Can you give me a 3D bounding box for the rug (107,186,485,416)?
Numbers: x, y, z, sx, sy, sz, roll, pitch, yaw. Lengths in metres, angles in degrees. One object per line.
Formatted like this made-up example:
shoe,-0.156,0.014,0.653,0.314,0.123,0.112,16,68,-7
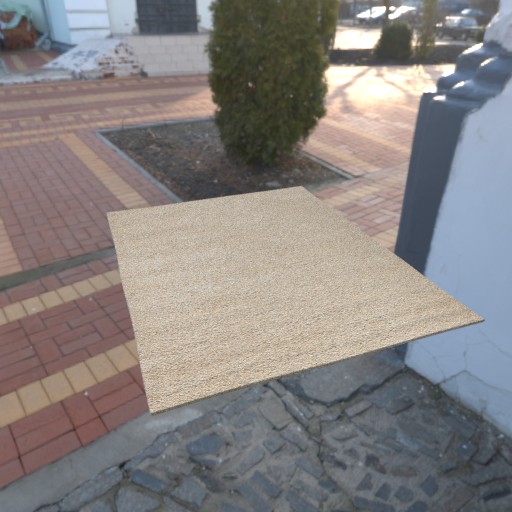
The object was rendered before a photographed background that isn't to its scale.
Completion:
rug,0.000,0.000,4.062,2.400,0.026,3.000,-10,31,-18
